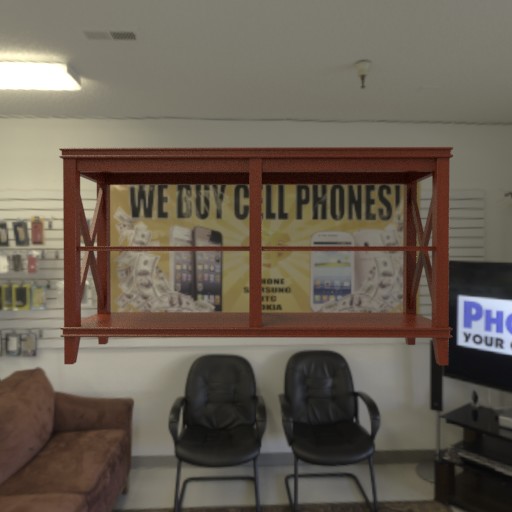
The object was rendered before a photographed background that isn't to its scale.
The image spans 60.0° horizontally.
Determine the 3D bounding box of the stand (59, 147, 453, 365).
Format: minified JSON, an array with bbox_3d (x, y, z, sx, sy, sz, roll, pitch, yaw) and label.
[{"bbox_3d":[0.000,0.000,1.737,1.372,0.762,0.381,0,1,1],"label":"stand"}]
